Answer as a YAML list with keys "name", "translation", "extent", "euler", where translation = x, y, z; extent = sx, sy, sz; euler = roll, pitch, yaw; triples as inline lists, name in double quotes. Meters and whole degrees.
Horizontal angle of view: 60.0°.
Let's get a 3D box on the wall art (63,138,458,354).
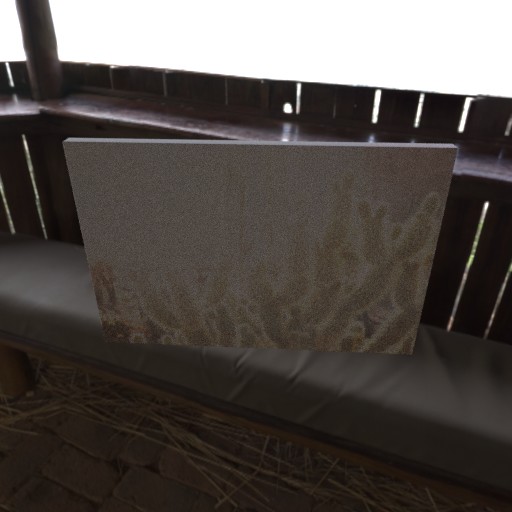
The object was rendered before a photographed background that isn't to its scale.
- name: "wall art"
  translation: [0.000, 0.000, 1.188]
  extent: [0.916, 0.608, 0.040]
  euler: [2, 29, 3]
